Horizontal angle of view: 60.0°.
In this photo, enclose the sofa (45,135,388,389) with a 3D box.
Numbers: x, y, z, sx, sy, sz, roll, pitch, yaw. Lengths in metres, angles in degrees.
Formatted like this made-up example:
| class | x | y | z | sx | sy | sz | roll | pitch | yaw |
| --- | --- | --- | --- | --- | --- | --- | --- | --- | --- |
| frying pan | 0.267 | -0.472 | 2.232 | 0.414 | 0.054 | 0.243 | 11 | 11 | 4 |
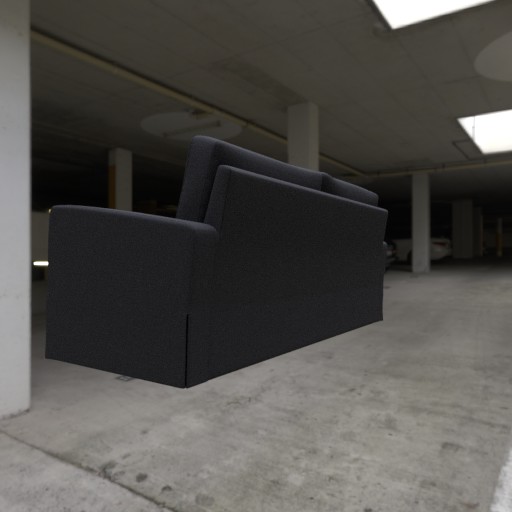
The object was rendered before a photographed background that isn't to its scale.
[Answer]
| class | x | y | z | sx | sy | sz | roll | pitch | yaw |
| --- | --- | --- | --- | --- | --- | --- | --- | --- | --- |
| sofa | 0.000 | 0.000 | 2.335 | 0.898 | 0.839 | 1.852 | 0 | 0 | 34 |
